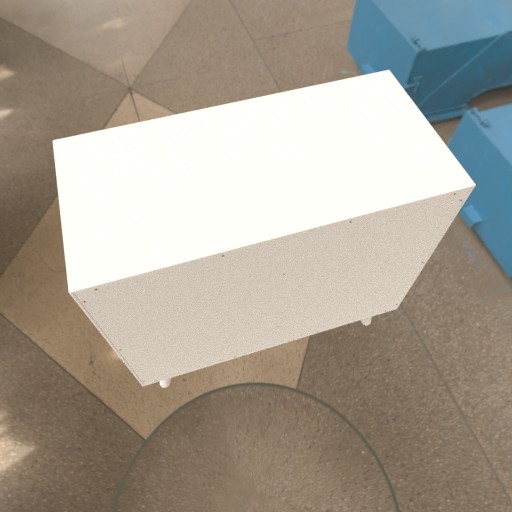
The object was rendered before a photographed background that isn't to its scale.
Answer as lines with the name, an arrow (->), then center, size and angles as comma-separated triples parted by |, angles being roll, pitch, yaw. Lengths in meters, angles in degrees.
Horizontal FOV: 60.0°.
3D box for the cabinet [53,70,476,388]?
cabinet -> 0.000, 0.000, 1.247 | 0.800, 0.761, 0.398 | -15, 59, -9
